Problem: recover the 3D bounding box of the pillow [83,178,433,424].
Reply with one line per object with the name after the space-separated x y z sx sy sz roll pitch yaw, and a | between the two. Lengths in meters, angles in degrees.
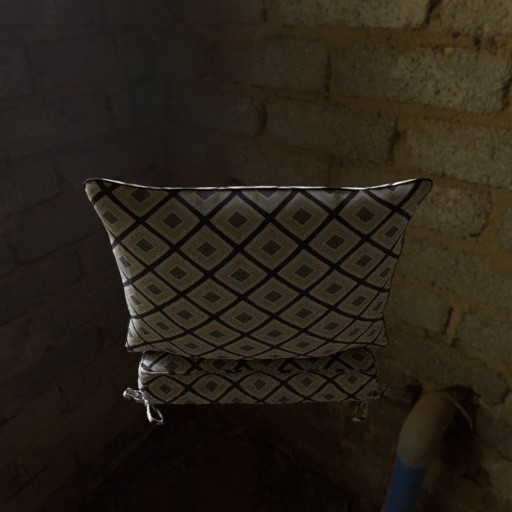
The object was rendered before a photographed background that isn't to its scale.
0.000 0.000 1.382 0.798 0.722 0.733 -1 30 -1 | pillow
